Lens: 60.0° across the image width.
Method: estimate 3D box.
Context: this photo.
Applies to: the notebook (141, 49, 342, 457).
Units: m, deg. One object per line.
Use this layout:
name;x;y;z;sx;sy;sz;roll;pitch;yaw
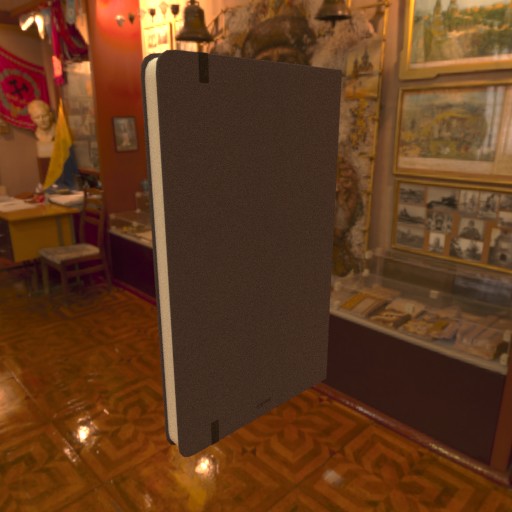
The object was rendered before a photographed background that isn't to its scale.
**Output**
notebook;0.000;0.000;0.263;0.127;0.213;0.016;-15;22;-40
